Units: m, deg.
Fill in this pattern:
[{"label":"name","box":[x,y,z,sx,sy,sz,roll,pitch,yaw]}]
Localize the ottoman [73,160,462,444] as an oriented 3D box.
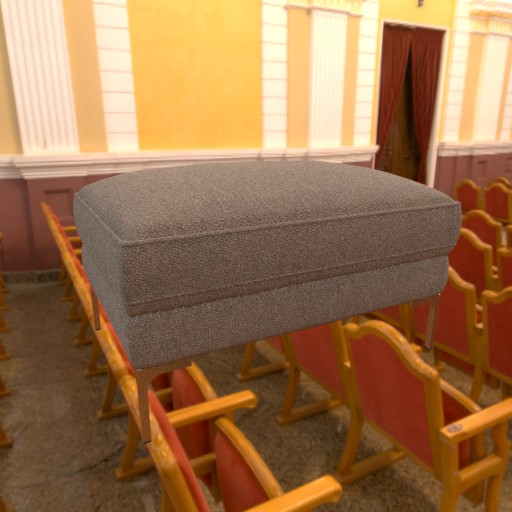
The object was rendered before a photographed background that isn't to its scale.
[{"label":"ottoman","box":[0.000,0.000,1.131,0.785,0.464,0.583,-9,19,-27]}]
